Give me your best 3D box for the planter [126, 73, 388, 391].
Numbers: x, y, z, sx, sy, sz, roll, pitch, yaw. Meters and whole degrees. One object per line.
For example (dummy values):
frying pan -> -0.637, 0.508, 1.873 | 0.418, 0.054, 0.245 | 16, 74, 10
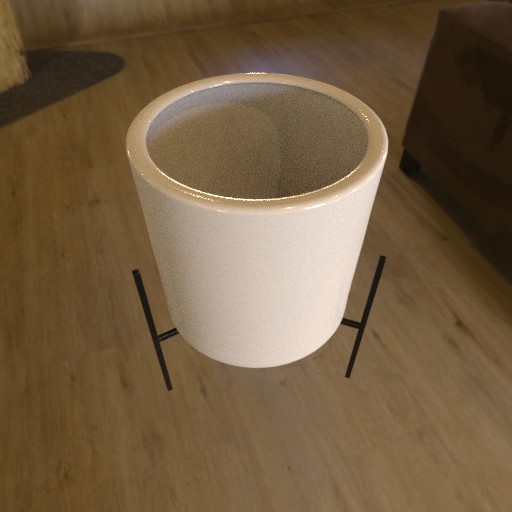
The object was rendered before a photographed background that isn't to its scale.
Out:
planter -> 0.000, 0.000, 0.643 | 0.307, 0.431, 0.308 | -3, 46, -3
